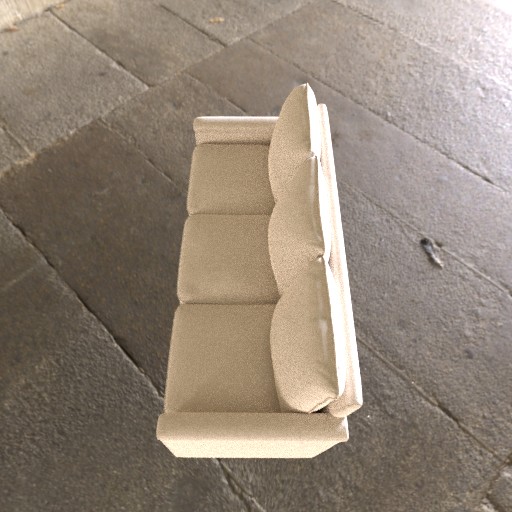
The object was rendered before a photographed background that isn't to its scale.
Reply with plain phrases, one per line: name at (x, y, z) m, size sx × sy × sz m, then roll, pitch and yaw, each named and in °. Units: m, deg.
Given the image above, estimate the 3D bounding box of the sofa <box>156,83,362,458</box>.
sofa at (0.000, 0.000, 2.401) m, size 0.828 × 0.961 × 1.925 m, roll 0°, pitch 57°, yaw 0°
